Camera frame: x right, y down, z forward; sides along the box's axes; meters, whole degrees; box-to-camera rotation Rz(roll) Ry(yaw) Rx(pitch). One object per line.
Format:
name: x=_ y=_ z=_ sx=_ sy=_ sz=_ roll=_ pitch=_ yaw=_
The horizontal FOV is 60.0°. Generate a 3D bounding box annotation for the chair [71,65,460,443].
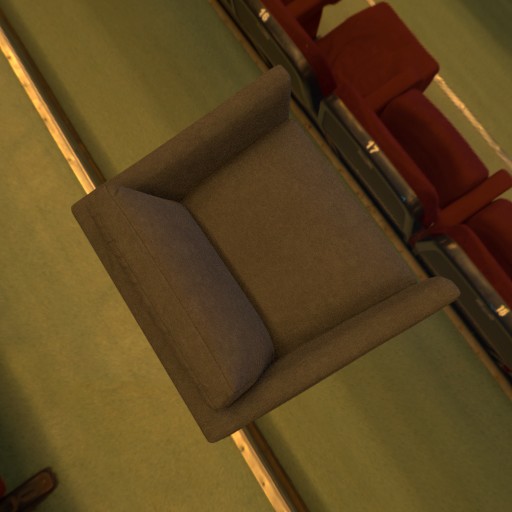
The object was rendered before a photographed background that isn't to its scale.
chair: x=0.000 y=0.000 z=1.912 sx=1.091 sy=0.845 sz=1.190 roll=-33 pitch=78 yaw=-8
